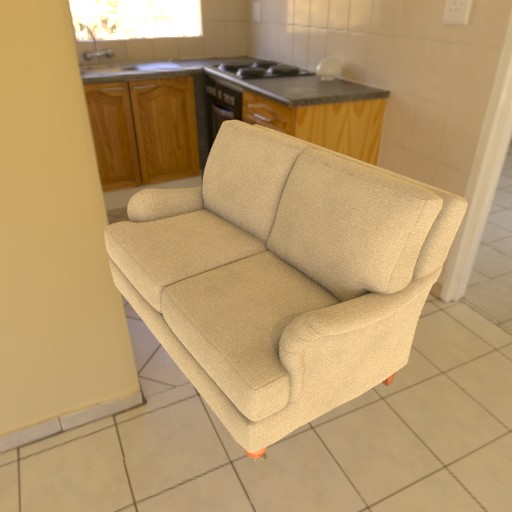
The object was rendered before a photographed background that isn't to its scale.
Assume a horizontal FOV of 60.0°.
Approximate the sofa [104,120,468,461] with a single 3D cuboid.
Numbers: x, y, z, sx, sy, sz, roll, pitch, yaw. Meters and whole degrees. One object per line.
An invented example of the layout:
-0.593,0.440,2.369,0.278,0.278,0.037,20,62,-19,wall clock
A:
0.000,0.000,2.189,1.087,0.999,1.480,-20,36,-30,sofa
